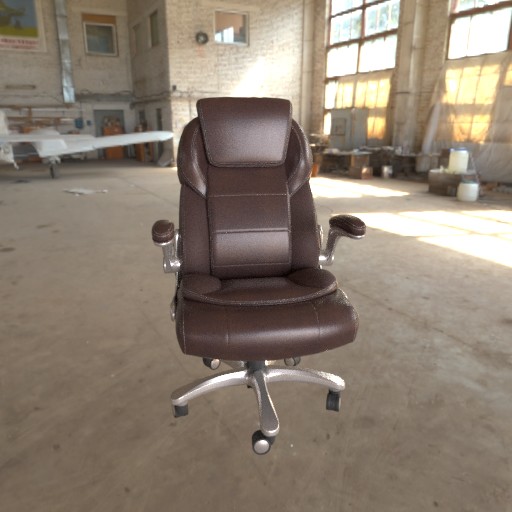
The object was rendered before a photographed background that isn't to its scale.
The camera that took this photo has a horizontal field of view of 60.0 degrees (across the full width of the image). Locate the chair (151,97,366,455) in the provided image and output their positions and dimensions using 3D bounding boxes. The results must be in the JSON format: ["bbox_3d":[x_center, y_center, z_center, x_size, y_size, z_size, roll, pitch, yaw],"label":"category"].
[{"bbox_3d":[0.000,0.000,1.662,0.733,1.160,0.774,-2,17,-8],"label":"chair"}]
